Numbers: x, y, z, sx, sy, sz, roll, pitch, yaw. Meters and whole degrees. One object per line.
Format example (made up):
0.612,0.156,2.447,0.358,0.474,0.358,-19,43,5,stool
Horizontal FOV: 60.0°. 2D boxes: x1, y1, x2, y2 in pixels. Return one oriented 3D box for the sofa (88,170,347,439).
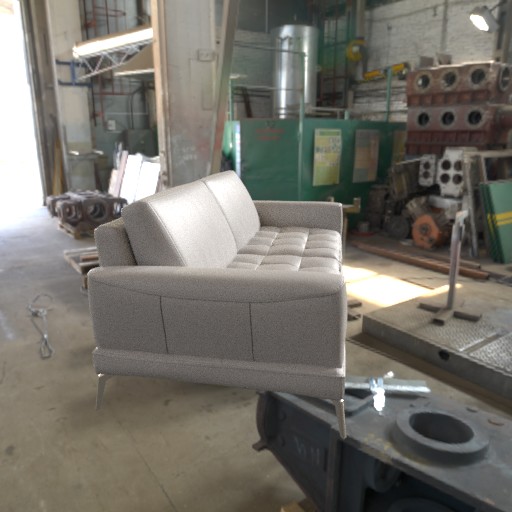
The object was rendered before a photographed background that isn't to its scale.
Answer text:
0.000,0.000,2.768,1.121,0.930,2.177,3,16,10,sofa
